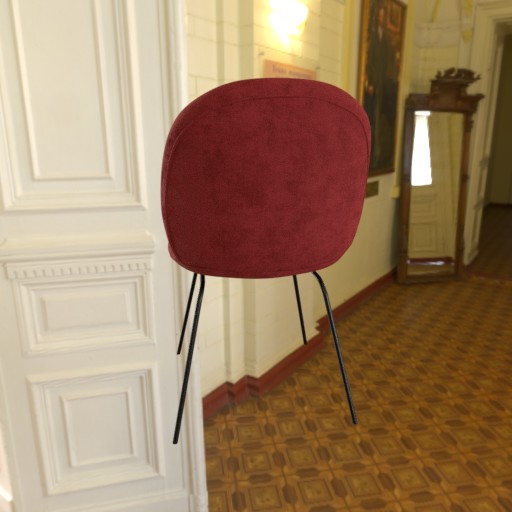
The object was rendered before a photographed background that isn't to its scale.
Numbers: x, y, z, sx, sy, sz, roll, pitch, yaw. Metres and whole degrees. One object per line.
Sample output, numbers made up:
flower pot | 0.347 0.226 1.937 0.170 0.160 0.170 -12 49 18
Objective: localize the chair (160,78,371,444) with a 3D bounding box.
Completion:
chair | 0.000 0.000 1.145 0.458 0.791 0.587 -2 15 -9
